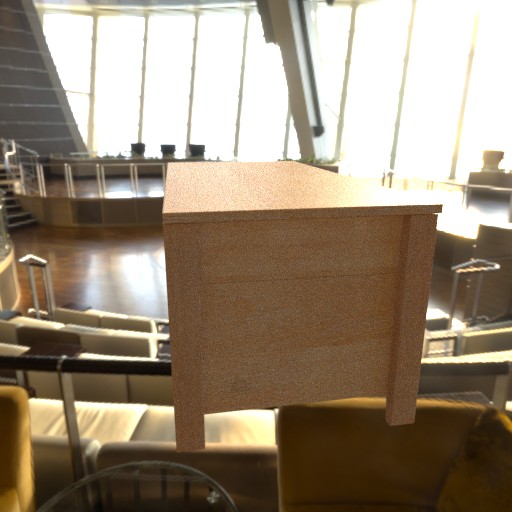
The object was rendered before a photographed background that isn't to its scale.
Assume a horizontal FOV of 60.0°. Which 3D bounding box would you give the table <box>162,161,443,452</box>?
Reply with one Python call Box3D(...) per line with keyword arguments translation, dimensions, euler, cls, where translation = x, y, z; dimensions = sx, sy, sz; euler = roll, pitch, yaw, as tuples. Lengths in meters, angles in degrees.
Box3D(translation=(0.000, 0.000, 1.277), dimensions=(0.483, 0.457, 1.016), euler=(-3, 17, -10), cls="table")
